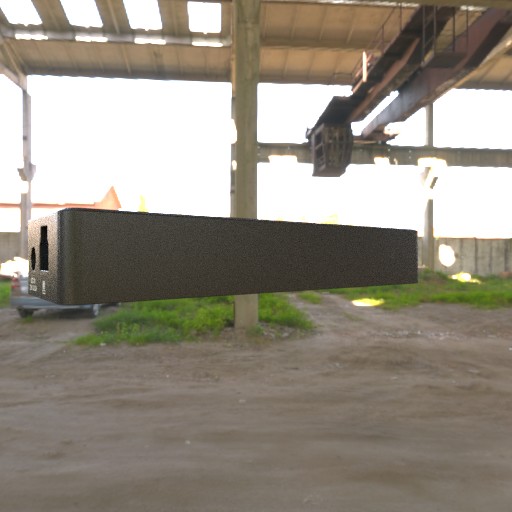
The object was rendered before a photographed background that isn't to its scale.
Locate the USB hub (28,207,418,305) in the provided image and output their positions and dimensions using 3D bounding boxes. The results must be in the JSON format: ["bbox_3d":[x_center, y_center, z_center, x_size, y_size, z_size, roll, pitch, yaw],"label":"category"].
[{"bbox_3d":[0.000,0.000,0.163,0.145,0.023,0.044,0,0,-37],"label":"USB hub"}]
